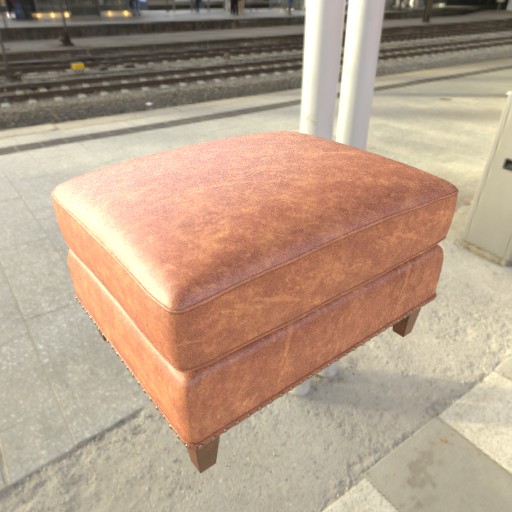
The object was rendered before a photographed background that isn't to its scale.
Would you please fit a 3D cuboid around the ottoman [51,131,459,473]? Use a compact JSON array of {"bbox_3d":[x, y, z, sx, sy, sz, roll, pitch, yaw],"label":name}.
[{"bbox_3d":[0.000,0.000,1.076,0.742,0.486,0.586,-22,37,-32],"label":"ottoman"}]
